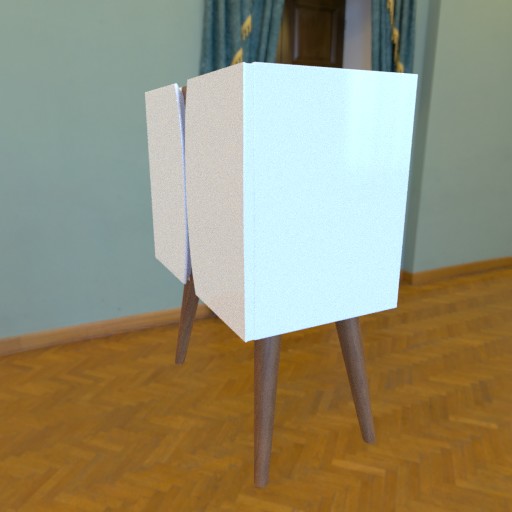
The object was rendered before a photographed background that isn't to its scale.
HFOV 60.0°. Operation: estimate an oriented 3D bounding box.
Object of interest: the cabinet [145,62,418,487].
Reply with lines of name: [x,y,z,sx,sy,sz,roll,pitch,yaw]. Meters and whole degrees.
cabinet: [0.000,0.000,1.066,0.344,0.772,0.591,-8,18,-26]
